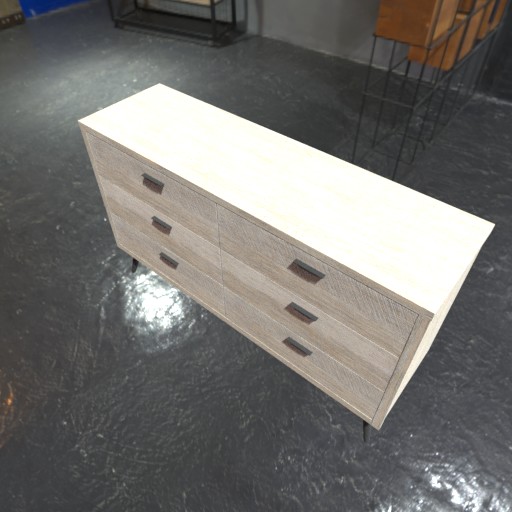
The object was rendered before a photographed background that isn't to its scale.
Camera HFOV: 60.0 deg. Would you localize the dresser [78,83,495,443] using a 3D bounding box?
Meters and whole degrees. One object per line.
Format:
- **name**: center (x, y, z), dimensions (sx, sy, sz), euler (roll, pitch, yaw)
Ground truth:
- **dresser**: center (0.000, 0.000, 1.902), dimensions (1.524, 0.914, 0.457), euler (31, 53, 26)
